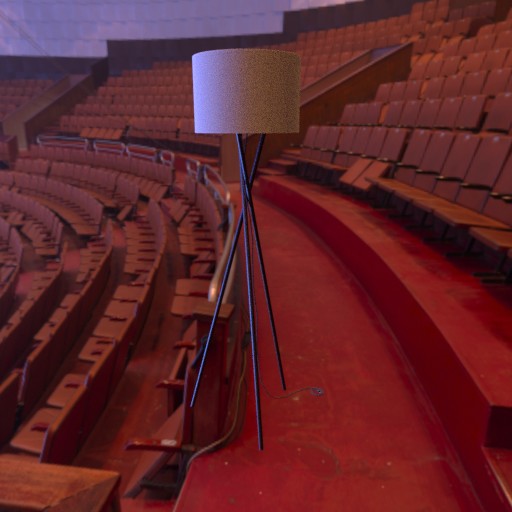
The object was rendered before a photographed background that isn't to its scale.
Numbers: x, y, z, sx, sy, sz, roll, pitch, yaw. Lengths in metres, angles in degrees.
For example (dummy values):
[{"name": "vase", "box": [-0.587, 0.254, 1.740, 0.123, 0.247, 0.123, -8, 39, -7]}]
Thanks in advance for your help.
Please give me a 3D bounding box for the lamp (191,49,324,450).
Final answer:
[{"name": "lamp", "box": [0.000, 0.000, 1.961, 0.667, 1.624, 0.522, 2, 16, 7]}]
